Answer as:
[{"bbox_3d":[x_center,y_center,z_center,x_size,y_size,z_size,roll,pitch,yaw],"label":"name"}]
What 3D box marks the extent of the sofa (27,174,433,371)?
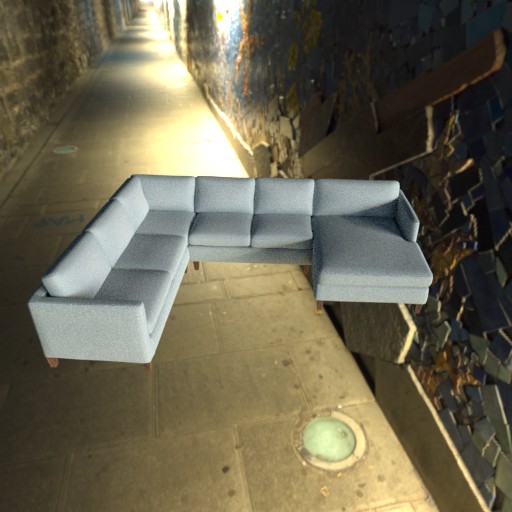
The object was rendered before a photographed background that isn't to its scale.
[{"bbox_3d":[0.000,0.000,4.490,3.403,0.889,2.551,2,31,3],"label":"sofa"}]
